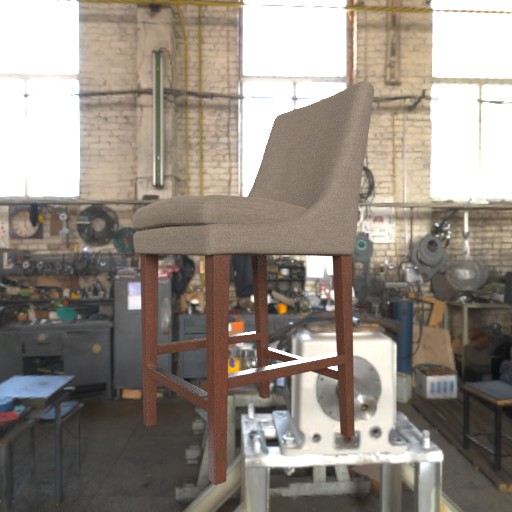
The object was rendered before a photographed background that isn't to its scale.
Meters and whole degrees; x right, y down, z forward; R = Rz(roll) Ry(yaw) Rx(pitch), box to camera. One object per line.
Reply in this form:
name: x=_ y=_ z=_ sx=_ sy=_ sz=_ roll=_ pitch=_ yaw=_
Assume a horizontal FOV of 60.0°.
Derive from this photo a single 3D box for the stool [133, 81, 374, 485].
stool: x=0.000 y=0.000 z=1.266 sx=0.577 sy=0.981 sz=0.470 roll=-1 pitch=1 yaw=-35
